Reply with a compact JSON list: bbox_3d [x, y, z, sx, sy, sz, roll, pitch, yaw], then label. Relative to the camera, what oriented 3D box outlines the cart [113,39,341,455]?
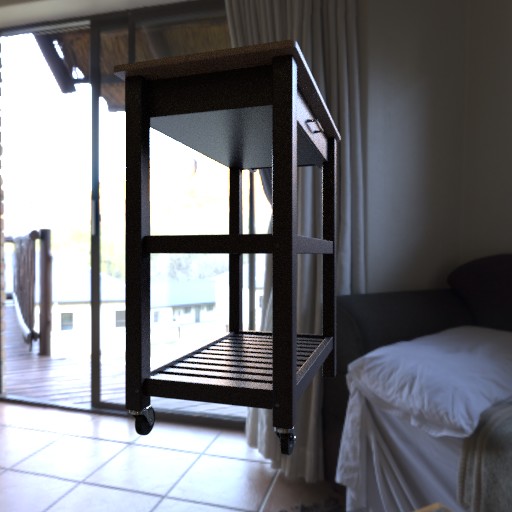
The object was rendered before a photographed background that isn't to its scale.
[{"bbox_3d":[0.000,0.000,1.440,0.457,0.927,0.899,0,0,17],"label":"cart"}]
